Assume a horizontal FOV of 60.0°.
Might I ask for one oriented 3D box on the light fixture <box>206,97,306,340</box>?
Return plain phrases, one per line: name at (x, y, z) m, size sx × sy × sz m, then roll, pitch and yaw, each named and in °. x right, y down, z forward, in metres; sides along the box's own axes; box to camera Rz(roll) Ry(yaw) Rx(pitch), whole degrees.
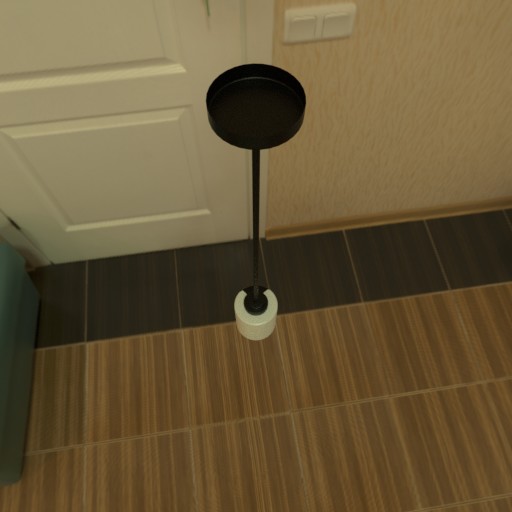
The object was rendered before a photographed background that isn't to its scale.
light fixture at (0.000, 0.000, 0.930) m, size 0.123 × 0.863 × 0.123 m, roll -35°, pitch 68°, yaw -16°
